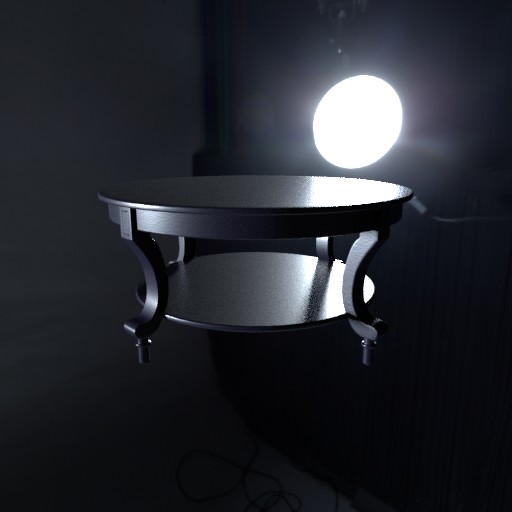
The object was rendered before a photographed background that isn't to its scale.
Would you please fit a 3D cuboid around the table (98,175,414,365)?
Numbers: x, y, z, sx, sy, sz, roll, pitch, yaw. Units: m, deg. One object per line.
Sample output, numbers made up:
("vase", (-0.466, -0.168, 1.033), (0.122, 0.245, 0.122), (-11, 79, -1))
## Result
("table", (0.000, 0.000, 1.581), (1.029, 0.491, 1.029), (0, 14, 0))
